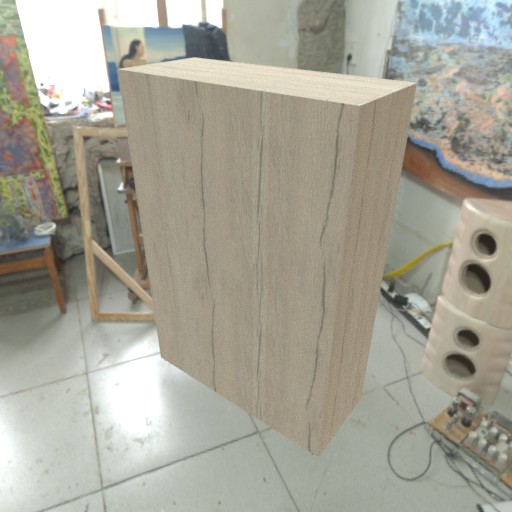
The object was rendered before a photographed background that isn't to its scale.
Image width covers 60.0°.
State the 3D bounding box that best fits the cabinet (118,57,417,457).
[{"bbox_3d":[0.000,0.000,2.708,1.400,2.070,0.580,22,37,31],"label":"cabinet"}]
